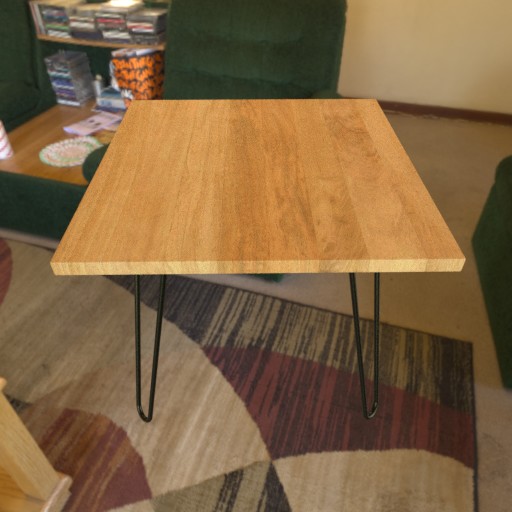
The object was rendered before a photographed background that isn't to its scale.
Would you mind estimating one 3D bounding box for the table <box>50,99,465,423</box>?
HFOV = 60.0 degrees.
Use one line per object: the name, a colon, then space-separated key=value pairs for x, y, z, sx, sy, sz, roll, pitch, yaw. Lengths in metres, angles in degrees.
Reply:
table: x=0.000 y=0.000 z=1.025 sx=0.599 sy=0.500 sz=0.599 roll=-1 pitch=41 yaw=-1
